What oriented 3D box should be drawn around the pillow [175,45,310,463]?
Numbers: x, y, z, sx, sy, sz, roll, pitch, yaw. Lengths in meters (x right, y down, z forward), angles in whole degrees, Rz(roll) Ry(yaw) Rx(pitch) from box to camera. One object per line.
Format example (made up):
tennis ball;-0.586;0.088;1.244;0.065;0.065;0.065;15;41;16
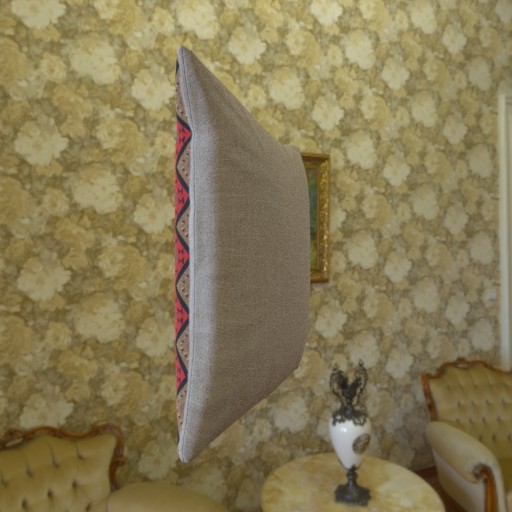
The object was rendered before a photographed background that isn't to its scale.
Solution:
pillow;0.000;0.000;0.777;0.158;0.511;0.513;0;0;21
